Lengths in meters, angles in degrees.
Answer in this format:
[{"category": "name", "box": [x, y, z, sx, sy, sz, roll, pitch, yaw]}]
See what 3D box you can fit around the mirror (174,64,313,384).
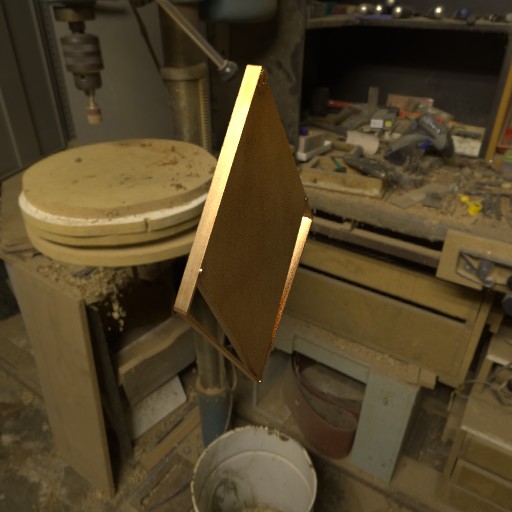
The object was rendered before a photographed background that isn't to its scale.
[{"category": "mirror", "box": [0.000, 0.000, 0.851, 0.032, 0.679, 0.419, 20, 36, 29]}]
